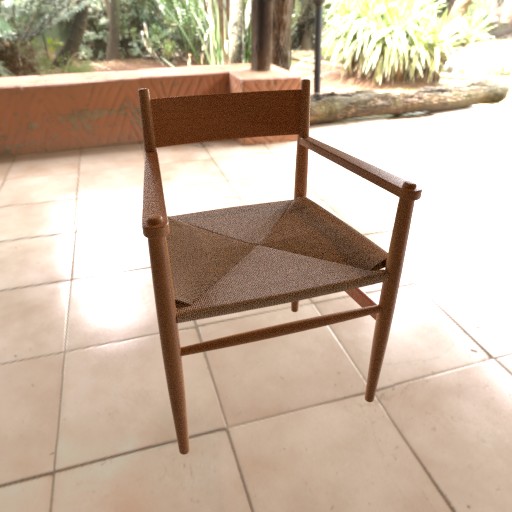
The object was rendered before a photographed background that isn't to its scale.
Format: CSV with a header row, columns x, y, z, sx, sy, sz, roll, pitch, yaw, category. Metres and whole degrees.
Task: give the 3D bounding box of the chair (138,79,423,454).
x,y,z,sx,sy,sz,roll,pitch,yaw,category
0.000,0.000,1.134,0.556,0.762,0.495,-10,32,-15,chair
